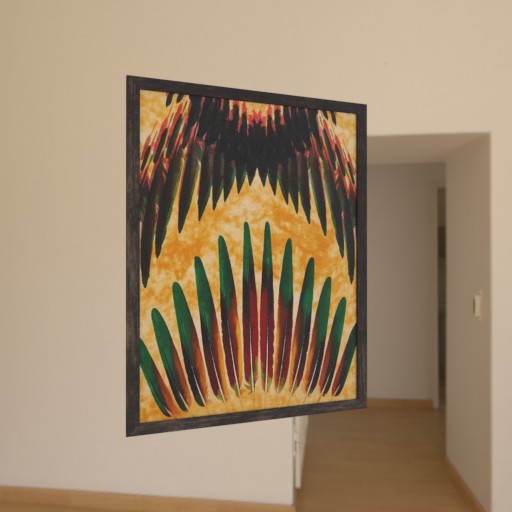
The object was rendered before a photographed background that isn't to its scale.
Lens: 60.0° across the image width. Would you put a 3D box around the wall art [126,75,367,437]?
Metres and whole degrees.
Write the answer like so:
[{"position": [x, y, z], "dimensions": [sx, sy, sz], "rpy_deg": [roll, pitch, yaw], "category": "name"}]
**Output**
[{"position": [0.000, 0.000, 1.443], "dimensions": [0.812, 1.066, 0.029], "rpy_deg": [0, 0, -18], "category": "wall art"}]
